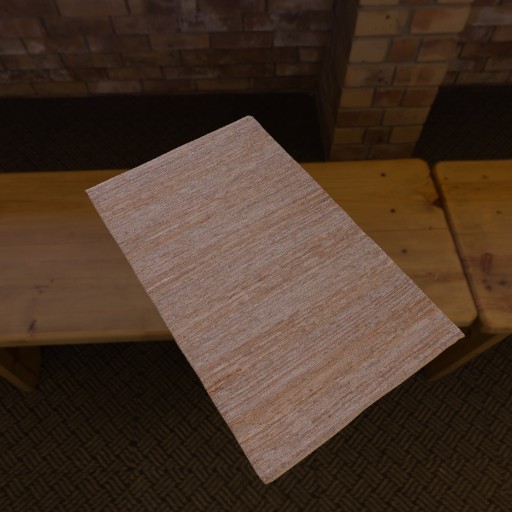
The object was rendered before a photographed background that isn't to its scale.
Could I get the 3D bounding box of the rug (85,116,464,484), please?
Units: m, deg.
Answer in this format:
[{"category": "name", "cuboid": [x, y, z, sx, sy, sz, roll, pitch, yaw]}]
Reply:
[{"category": "rug", "cuboid": [0.000, 0.000, 3.094, 1.529, 0.009, 2.446, -30, 63, -17]}]
